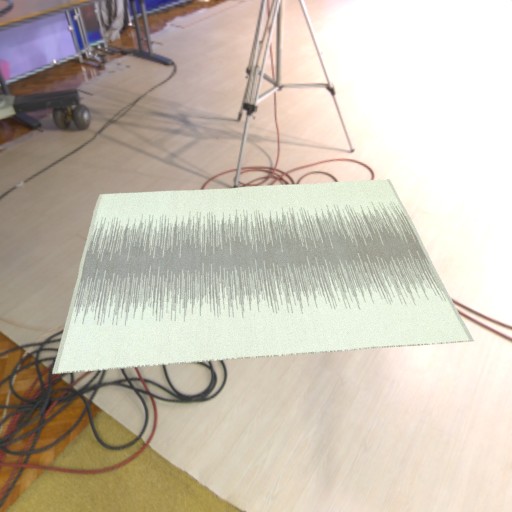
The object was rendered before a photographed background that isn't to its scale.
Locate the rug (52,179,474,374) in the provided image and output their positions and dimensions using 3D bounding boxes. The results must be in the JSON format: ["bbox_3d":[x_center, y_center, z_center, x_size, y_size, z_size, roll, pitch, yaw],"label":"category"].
[{"bbox_3d":[0.000,0.000,2.315,1.815,0.007,1.226,-4,45,-4],"label":"rug"}]
